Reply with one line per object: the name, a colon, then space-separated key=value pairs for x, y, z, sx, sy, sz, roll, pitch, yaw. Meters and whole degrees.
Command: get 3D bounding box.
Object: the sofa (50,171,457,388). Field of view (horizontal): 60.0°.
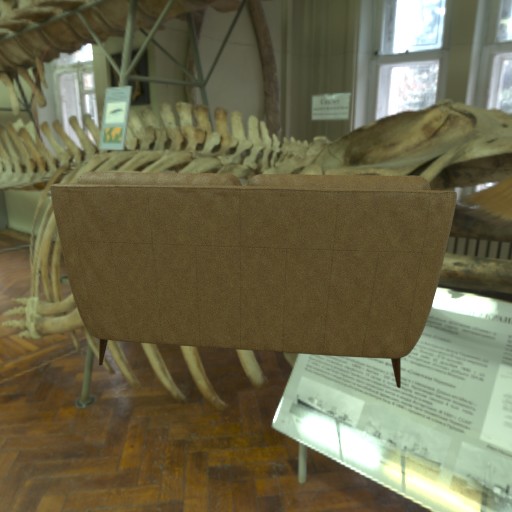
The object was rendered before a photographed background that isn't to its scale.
sofa: x=0.000 y=0.000 z=2.263 sx=1.731 sy=0.886 sz=0.981 roll=2 pitch=16 yaw=8
